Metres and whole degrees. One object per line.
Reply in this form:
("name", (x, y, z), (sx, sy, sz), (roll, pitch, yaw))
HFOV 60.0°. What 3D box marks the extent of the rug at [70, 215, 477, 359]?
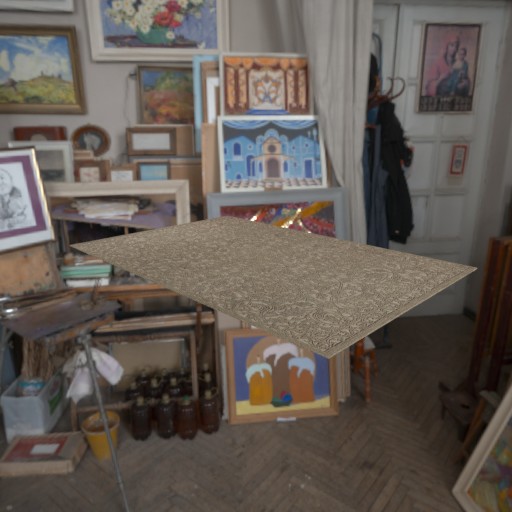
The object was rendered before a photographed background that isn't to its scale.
("rug", (0.000, 0.000, 2.362), (1.827, 0.006, 1.221), (16, 23, 43))
